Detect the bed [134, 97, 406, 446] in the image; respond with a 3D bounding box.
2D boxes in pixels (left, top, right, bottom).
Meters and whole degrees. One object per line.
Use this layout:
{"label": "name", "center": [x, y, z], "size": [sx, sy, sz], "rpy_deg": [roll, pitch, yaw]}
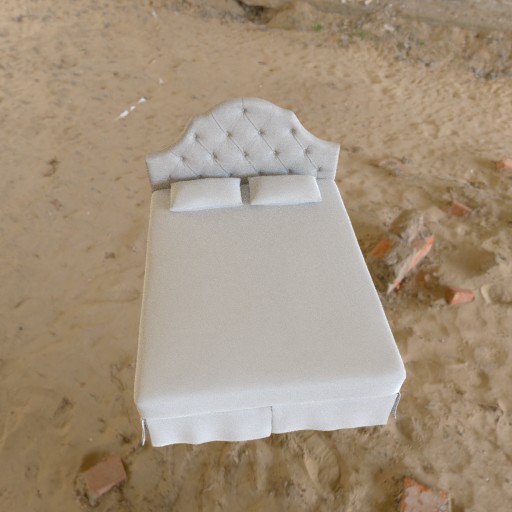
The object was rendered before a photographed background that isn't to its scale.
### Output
{"label": "bed", "center": [0.000, 0.000, 3.773], "size": [2.039, 1.617, 2.477], "rpy_deg": [-4, 47, -4]}
